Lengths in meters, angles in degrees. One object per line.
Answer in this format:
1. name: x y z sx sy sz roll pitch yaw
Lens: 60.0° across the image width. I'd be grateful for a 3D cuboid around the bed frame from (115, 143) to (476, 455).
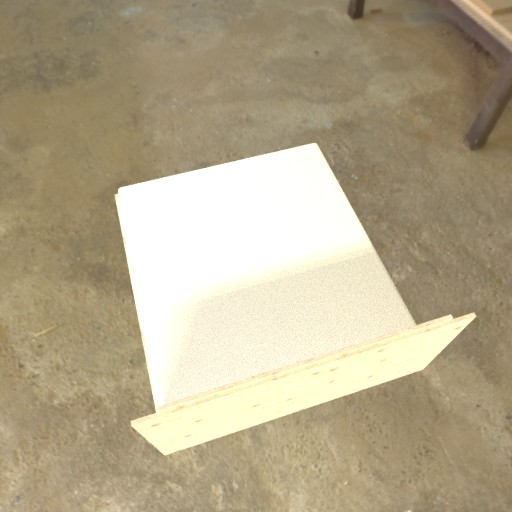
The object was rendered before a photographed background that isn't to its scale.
1. bed frame: 0.000 0.000 3.269 1.950 0.970 2.080 -15 59 -9
